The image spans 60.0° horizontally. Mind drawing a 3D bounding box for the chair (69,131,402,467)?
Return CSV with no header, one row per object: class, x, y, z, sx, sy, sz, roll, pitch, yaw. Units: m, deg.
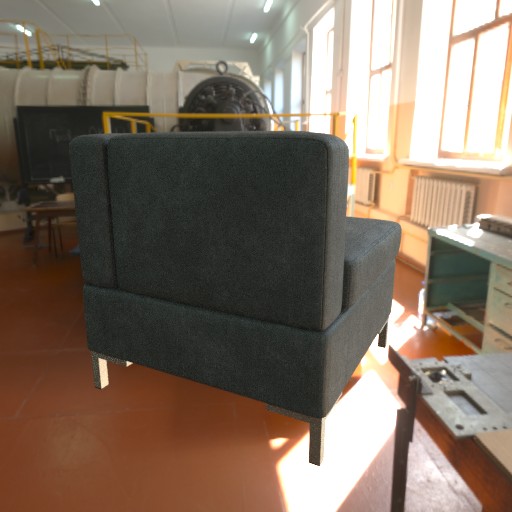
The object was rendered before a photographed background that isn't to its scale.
chair,0.000,0.000,1.237,0.680,0.660,0.680,8,16,27
